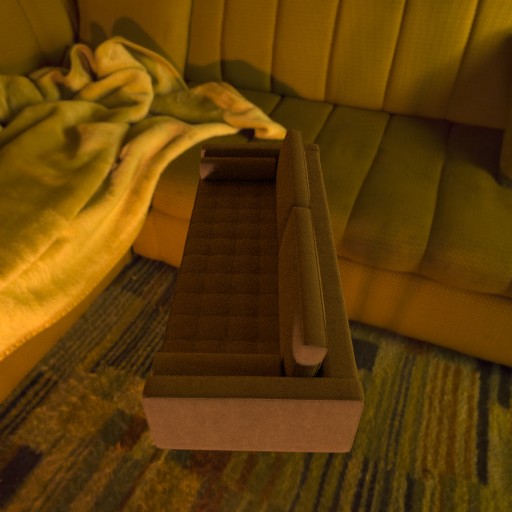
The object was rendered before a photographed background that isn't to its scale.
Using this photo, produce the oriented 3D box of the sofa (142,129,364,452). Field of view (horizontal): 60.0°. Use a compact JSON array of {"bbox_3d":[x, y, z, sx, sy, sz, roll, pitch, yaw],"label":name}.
[{"bbox_3d":[0.000,0.000,2.689,0.919,0.770,2.200,1,41,1],"label":"sofa"}]
